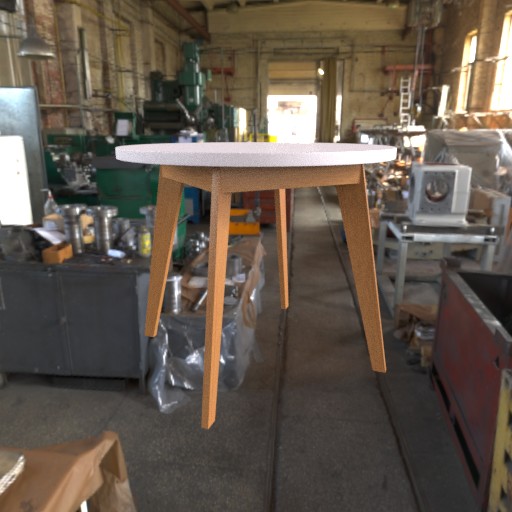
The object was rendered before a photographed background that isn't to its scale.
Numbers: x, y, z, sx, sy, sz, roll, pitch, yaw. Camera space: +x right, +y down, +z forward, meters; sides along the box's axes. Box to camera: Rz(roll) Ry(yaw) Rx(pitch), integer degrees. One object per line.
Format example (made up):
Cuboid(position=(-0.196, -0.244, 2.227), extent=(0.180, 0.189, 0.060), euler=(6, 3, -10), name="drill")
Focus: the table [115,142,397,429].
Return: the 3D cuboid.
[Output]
Cuboid(position=(0.000, 0.000, 1.579), extent=(0.896, 0.762, 0.896), euler=(0, 16, 0), name="table")
